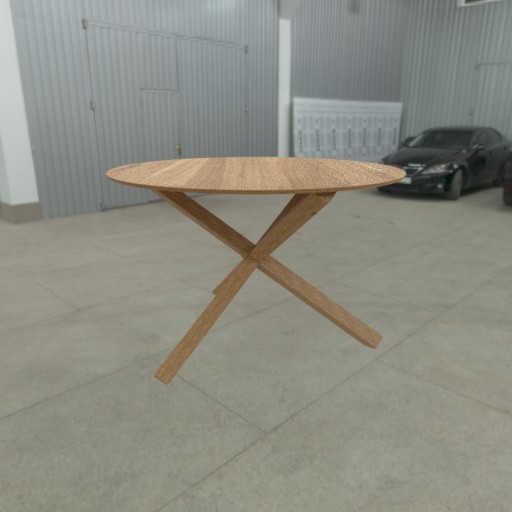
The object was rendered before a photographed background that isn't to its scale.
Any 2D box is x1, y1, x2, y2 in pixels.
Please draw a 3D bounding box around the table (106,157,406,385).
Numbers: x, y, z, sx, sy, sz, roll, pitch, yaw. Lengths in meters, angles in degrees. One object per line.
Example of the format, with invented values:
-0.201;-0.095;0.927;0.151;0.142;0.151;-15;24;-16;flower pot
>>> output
0.000;0.000;1.706;1.038;0.666;1.038;0;17;0;table
